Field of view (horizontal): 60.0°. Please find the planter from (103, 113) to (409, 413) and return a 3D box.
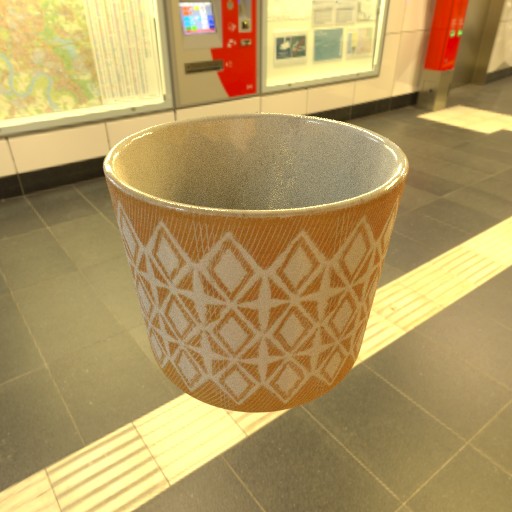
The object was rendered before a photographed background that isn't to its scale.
[{"bbox_3d":[0.000,0.000,0.334,0.193,0.165,0.193,0,32,0],"label":"planter"}]
